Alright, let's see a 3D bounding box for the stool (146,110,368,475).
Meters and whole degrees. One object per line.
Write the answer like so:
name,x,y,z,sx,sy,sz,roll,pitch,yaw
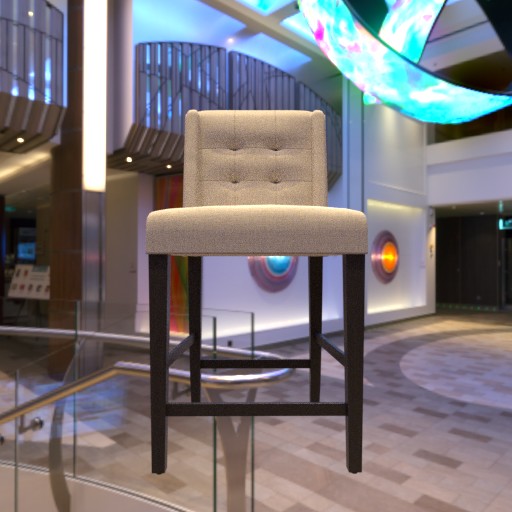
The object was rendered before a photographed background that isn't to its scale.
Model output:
stool,0.000,0.000,1.189,0.474,0.939,0.509,0,-1,-1
